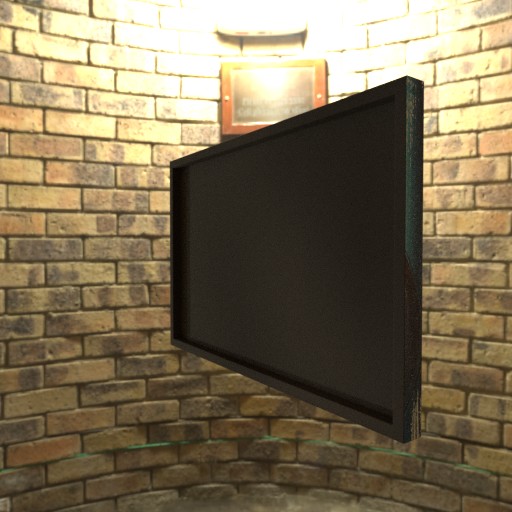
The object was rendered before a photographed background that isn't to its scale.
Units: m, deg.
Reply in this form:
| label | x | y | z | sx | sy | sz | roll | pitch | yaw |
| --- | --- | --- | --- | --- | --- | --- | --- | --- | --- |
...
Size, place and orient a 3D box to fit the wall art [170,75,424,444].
| label | x | y | z | sx | sy | sz | roll | pitch | yaw |
| --- | --- | --- | --- | --- | --- | --- | --- | --- | --- |
| wall art | 0.000 | 0.000 | 0.743 | 0.033 | 0.406 | 0.609 | -1 | 2 | -36 |
